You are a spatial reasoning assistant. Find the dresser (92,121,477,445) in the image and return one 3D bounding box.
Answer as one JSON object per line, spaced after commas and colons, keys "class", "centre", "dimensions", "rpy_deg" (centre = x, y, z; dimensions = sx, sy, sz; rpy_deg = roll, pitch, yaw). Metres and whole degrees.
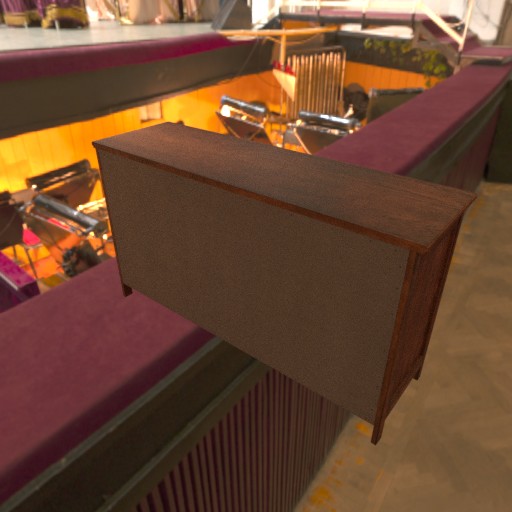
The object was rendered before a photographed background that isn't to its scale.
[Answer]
{"class": "dresser", "centre": [0.000, 0.000, 1.974], "dimensions": [1.551, 0.856, 0.463], "rpy_deg": [22, 37, 32]}
